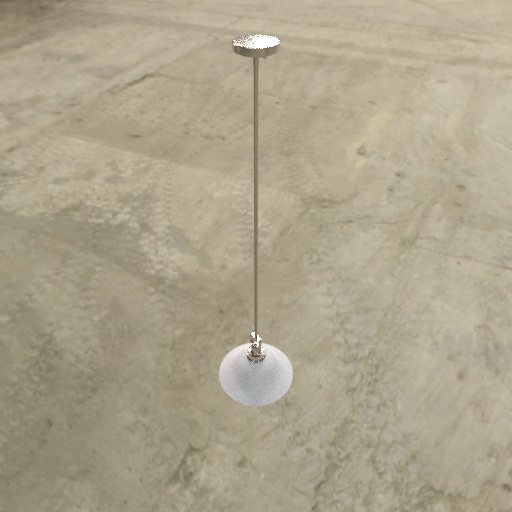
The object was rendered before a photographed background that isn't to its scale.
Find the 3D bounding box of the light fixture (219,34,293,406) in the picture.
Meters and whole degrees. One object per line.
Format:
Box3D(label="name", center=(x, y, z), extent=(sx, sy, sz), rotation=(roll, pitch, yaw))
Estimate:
Box3D(label="light fixture", center=(0.000, 0.000, 1.497), extent=(0.324, 1.354, 0.324), rotation=(-25, 47, -26))
